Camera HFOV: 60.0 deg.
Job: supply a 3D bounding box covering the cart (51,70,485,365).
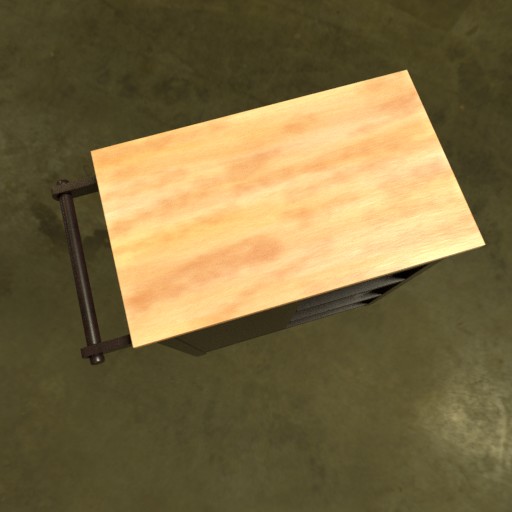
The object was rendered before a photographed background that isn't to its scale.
[{"bbox_3d":[0.000,0.000,1.421,0.914,0.878,0.472,-16,75,-4],"label":"cart"}]
